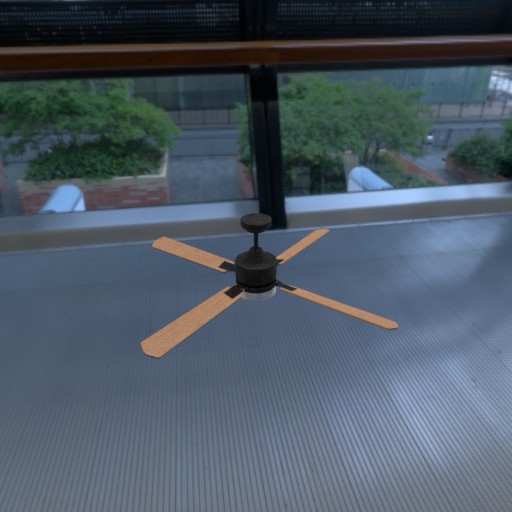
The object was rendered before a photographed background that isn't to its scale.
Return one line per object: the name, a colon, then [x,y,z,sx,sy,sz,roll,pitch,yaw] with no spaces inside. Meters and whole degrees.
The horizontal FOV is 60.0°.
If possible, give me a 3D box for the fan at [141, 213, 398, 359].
fan: [0.000,0.000,1.971,1.320,0.355,1.320,18,32,31]
